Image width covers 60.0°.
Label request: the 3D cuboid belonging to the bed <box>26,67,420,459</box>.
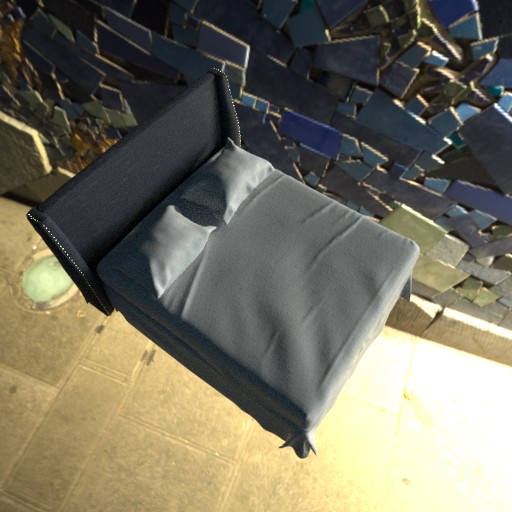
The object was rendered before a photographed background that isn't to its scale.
[{"bbox_3d":[0.000,0.000,3.405,2.276,1.332,1.925,32,63,18],"label":"bed"}]
